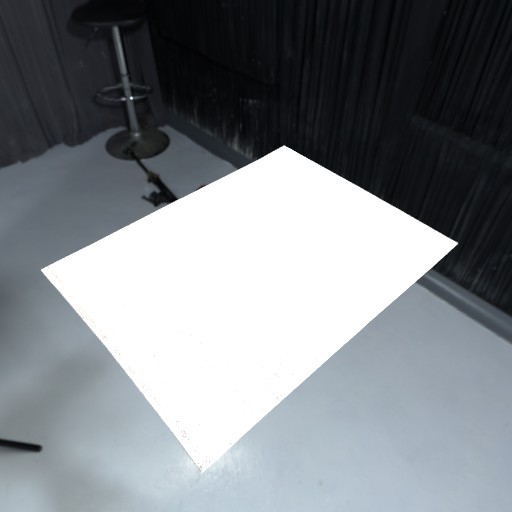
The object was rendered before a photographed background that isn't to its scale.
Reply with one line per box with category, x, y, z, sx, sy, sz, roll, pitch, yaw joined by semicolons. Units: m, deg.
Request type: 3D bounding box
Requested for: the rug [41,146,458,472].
rug;0.000;0.000;5.008;3.778;0.053;2.873;-33;54;-28
